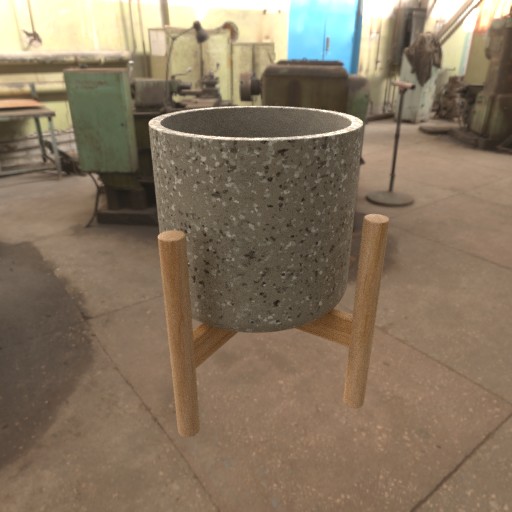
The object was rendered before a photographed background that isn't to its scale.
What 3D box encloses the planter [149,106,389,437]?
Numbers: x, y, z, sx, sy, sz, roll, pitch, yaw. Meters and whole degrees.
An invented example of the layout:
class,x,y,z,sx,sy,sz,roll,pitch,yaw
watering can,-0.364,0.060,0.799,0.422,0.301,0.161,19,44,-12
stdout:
class,x,y,z,sx,sy,sz,roll,pitch,yaw
planter,0.000,0.000,0.538,0.284,0.320,0.284,-17,30,-31
